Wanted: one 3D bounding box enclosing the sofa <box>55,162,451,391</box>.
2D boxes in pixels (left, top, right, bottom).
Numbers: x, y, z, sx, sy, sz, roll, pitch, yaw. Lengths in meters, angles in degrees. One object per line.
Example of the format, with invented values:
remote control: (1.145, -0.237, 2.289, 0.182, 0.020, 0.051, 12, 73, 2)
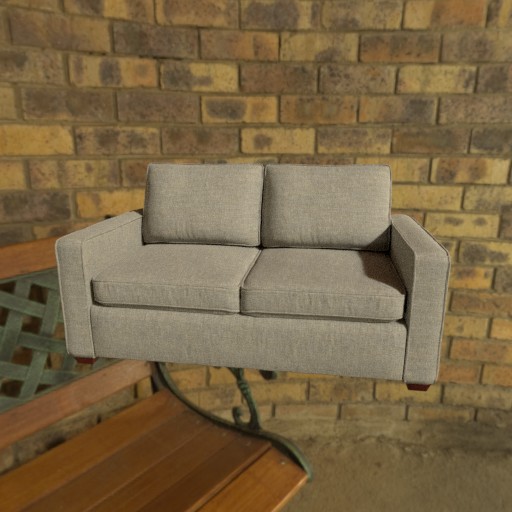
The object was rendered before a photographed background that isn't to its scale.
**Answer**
sofa: (0.000, 0.000, 2.305, 1.706, 0.915, 0.945, 2, 15, 9)
